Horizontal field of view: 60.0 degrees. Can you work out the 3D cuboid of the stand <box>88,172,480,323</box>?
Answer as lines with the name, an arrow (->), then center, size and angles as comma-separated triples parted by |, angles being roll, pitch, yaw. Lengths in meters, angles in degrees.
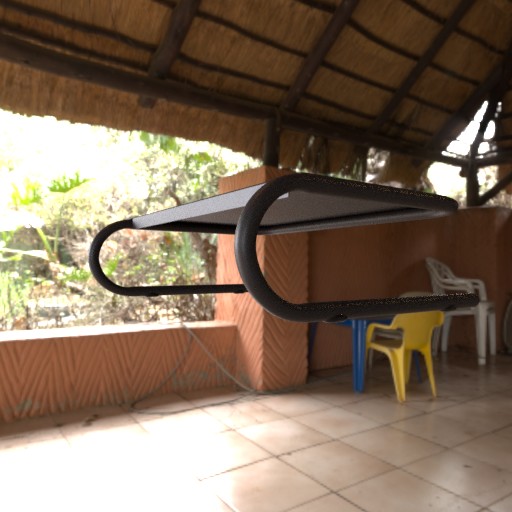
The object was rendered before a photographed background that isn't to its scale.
stand -> 0.000, 0.000, 0.506 | 0.280, 0.108, 0.370 | 1, -2, -35
